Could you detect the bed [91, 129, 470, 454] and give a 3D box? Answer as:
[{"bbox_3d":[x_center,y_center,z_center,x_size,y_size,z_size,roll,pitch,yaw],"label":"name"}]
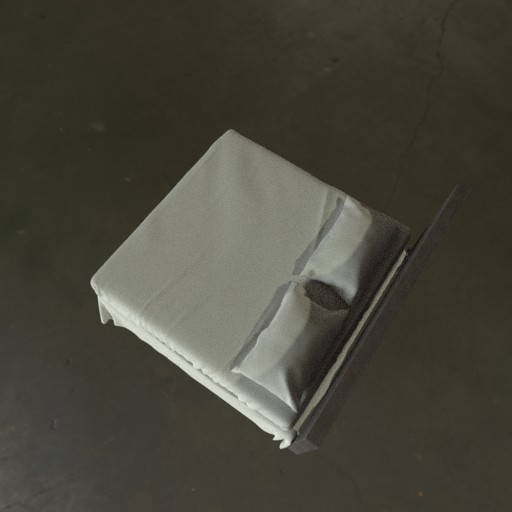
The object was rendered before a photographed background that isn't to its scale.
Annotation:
[{"bbox_3d":[0.000,0.000,2.902,1.785,1.142,1.772,32,69,14],"label":"bed"}]
